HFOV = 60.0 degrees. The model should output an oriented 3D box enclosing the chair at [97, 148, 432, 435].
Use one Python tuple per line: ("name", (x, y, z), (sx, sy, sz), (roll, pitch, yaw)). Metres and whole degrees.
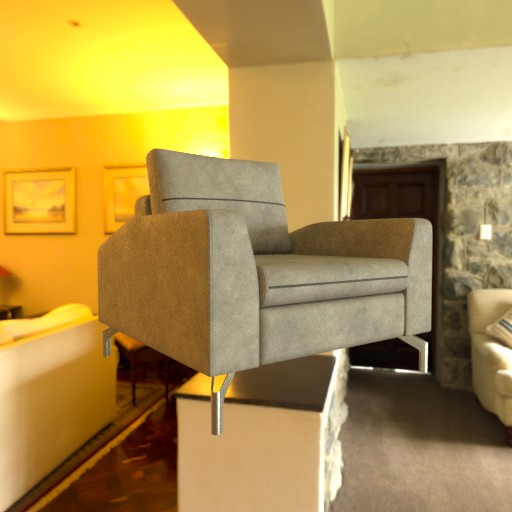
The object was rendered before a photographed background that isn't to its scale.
("chair", (0.000, 0.000, 1.627), (0.900, 0.800, 0.900), (-2, 3, -36))
